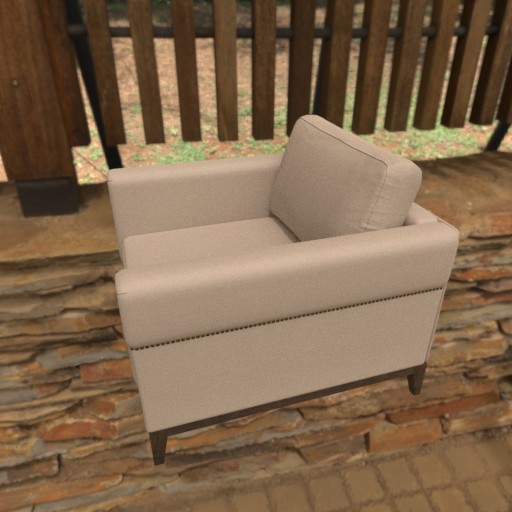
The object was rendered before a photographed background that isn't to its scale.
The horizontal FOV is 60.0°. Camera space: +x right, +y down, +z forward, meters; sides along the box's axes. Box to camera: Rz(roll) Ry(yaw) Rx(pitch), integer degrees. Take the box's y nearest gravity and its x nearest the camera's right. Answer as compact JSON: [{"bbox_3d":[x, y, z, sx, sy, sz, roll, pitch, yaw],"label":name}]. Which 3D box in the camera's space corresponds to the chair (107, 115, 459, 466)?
[{"bbox_3d":[0.000,0.000,1.619,0.959,0.838,0.914,-9,31,-15],"label":"chair"}]
